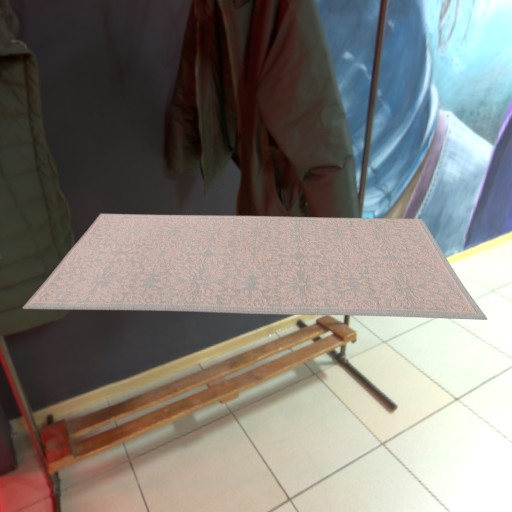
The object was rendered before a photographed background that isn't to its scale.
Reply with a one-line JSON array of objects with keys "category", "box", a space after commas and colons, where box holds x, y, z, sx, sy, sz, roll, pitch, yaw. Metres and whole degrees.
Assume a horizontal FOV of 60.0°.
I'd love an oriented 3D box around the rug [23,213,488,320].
[{"category": "rug", "box": [0.000, 0.000, 1.418, 1.219, 0.007, 0.604, 1, 30, 2]}]
